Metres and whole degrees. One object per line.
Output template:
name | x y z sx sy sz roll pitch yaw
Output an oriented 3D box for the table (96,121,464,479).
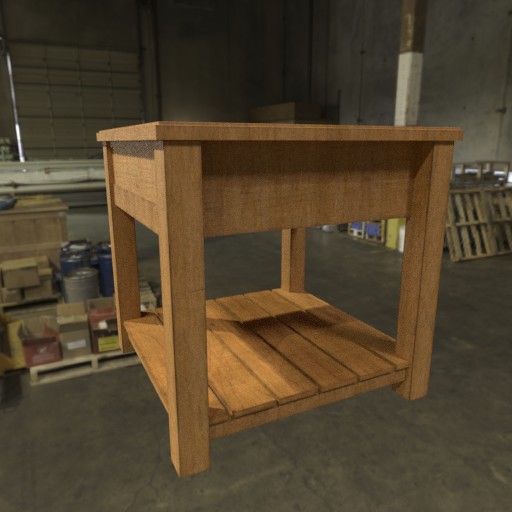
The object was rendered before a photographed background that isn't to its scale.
table | 0.000 0.000 1.081 0.616 0.593 0.612 -7 16 -26
